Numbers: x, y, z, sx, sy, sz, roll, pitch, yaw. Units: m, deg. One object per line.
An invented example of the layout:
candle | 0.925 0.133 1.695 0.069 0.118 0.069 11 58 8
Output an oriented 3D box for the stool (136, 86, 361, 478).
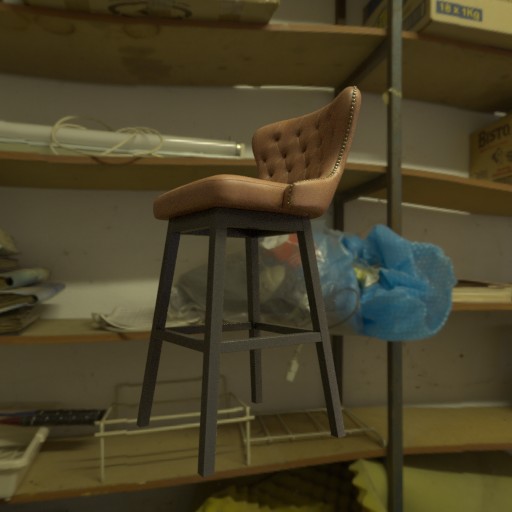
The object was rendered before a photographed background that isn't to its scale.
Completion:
stool | 0.000 0.000 1.391 0.601 1.050 0.528 2 -3 -35
